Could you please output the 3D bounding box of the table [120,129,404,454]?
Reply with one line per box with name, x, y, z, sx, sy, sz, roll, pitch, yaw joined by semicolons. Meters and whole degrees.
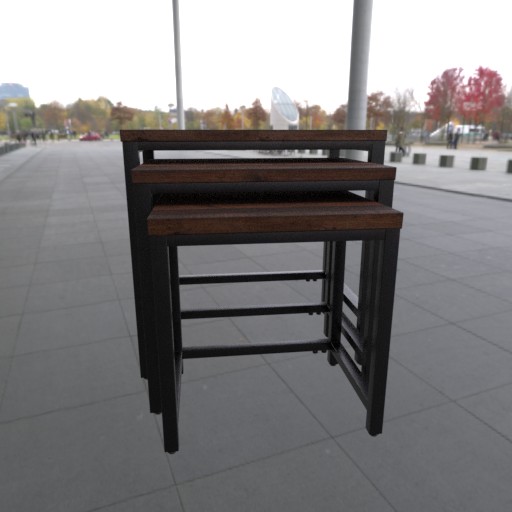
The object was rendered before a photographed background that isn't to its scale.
table;0.000;0.000;1.124;0.608;0.616;0.660;-2;16;-7
